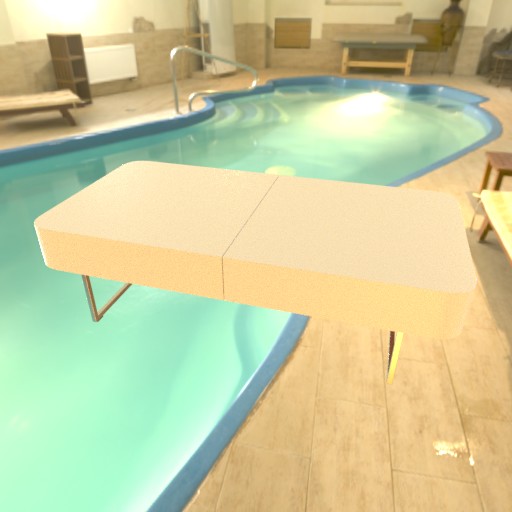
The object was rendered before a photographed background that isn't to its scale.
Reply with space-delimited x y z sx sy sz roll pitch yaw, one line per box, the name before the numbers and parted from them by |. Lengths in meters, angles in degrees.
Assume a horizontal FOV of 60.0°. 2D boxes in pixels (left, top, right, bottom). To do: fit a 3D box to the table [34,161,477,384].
table | 0.000 0.000 1.446 1.200 0.340 0.600 9 32 14
